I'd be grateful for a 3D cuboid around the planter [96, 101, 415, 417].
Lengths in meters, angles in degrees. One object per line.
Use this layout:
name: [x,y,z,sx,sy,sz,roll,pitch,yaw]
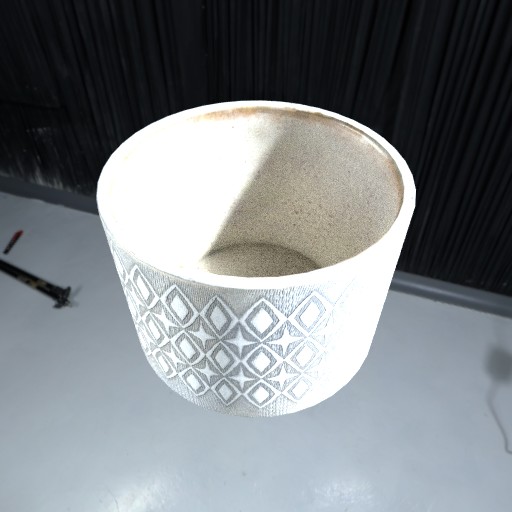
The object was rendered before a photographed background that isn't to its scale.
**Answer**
planter: [0.000,0.000,0.316,0.186,0.144,0.186,0,45,0]
